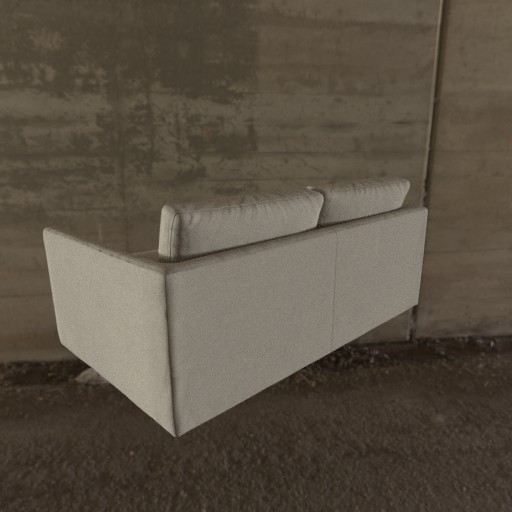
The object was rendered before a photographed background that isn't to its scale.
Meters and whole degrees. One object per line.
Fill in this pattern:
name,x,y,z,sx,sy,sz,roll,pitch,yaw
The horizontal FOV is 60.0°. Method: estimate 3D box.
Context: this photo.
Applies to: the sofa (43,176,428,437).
sofa,0.000,0.000,2.500,1.905,0.839,1.091,-15,21,-42
